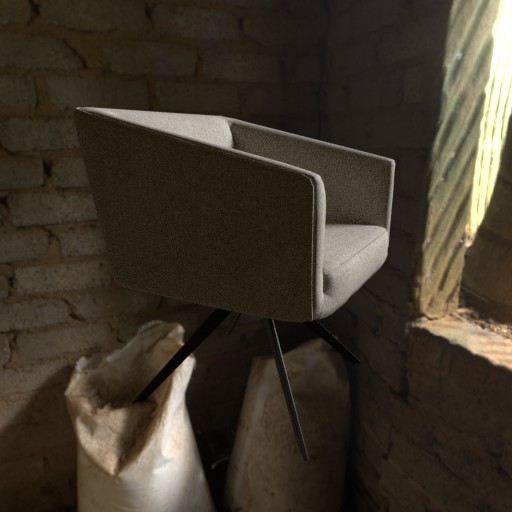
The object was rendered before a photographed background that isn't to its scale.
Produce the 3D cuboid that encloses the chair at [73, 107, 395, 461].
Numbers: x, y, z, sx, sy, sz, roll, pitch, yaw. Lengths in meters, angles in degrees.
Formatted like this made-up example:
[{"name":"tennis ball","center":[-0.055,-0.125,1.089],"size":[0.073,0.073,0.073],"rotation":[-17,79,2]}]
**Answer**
[{"name":"chair","center":[0.000,0.000,1.209],"size":[0.623,0.760,0.628],"rotation":[8,17,28]}]
